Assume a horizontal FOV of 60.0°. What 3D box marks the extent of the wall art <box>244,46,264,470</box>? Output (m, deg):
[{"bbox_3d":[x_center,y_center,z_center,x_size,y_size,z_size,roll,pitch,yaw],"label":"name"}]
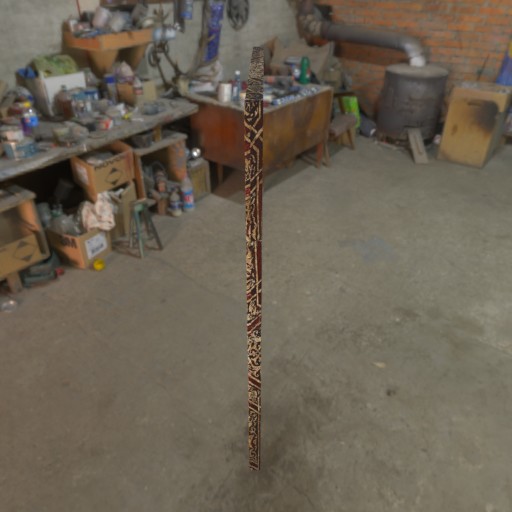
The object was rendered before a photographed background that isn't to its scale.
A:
[{"bbox_3d":[0.000,0.000,1.135,0.030,0.904,0.599,0,32,1],"label":"wall art"}]
